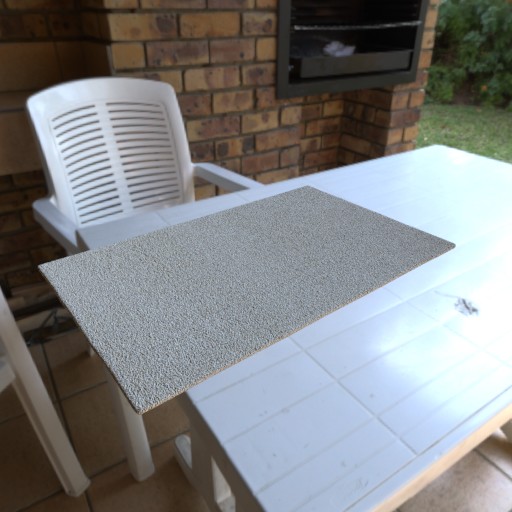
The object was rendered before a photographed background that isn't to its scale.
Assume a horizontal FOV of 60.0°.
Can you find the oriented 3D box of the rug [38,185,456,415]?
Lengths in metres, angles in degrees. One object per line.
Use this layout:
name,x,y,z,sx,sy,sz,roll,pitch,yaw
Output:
rug,0.000,0.000,3.021,2.438,0.030,1.524,-21,36,-32
